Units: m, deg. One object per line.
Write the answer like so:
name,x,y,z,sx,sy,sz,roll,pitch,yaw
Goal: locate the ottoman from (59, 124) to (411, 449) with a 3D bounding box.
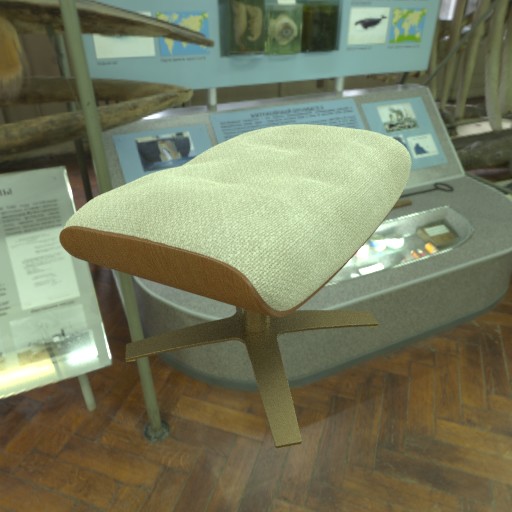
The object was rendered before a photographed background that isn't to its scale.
ottoman,0.000,0.000,0.806,0.394,0.391,0.520,19,37,28
